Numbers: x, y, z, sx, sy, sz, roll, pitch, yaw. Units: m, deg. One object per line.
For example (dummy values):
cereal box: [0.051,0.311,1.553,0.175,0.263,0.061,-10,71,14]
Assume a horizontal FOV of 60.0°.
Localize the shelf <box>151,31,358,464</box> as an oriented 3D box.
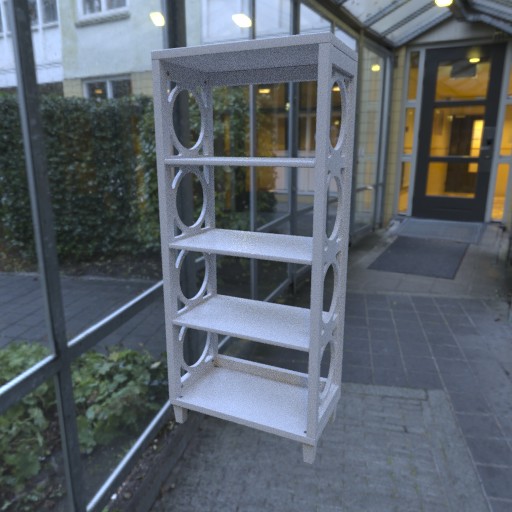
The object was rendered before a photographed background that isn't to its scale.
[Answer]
shelf: [0.000,0.000,1.660,0.611,1.411,0.340,7,16,25]
